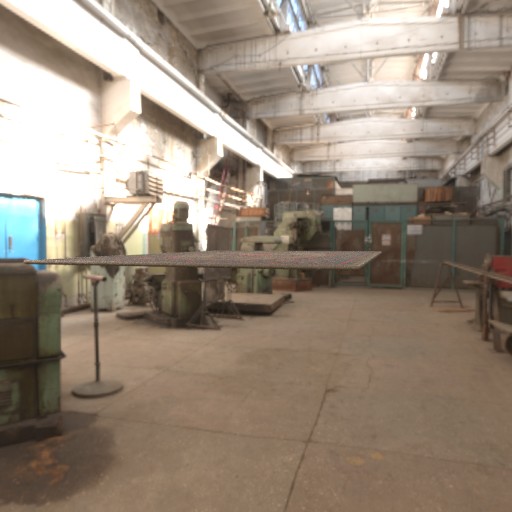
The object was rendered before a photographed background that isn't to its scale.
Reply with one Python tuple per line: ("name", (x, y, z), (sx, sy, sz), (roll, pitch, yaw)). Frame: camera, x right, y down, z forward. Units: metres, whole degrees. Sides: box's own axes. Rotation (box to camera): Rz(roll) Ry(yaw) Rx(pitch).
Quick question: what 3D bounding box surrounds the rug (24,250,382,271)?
("rug", (0.000, 0.000, 2.193), (1.144, 0.014, 1.748), (1, 2, 18))
